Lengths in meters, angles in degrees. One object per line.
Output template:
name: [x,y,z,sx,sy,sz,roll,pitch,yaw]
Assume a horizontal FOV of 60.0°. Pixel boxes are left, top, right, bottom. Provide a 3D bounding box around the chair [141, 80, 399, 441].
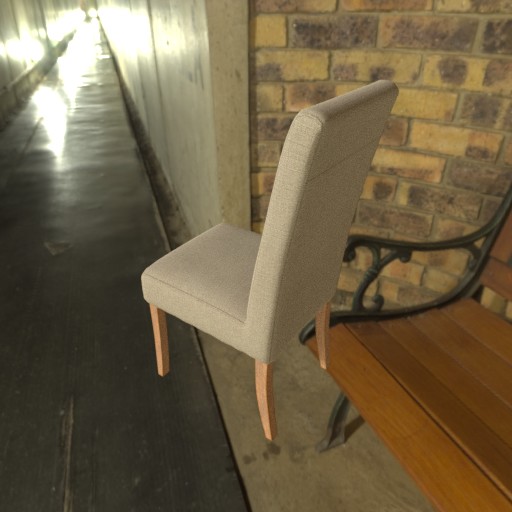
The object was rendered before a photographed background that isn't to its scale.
chair: [0.000,0.000,1.384,0.611,1.033,0.450,20,36,29]
